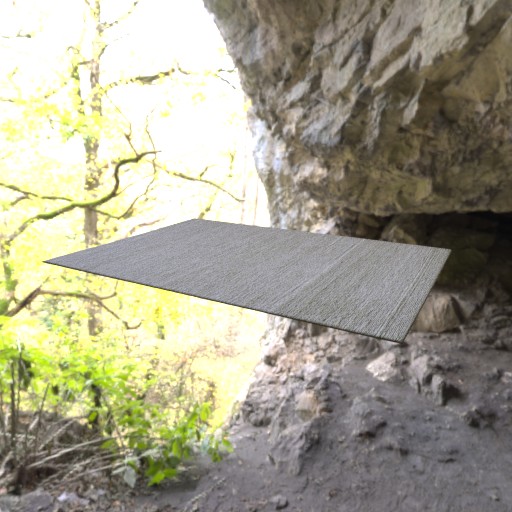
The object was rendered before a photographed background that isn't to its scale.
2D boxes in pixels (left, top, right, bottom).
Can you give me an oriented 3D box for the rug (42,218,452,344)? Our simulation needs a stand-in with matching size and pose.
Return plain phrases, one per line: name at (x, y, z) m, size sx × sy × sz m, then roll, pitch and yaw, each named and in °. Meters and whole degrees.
rug at (0.000, 0.000, 2.991) m, size 2.270 × 0.017 × 1.606 m, roll 9°, pitch 19°, yaw 28°
